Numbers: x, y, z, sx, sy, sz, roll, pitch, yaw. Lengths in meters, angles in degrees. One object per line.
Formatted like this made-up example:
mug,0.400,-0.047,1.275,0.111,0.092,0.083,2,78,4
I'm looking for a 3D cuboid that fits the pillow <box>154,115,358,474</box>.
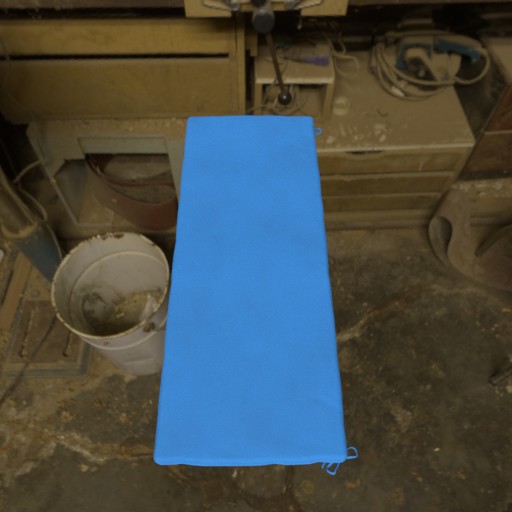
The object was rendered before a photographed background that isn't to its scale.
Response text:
pillow,0.000,0.000,1.339,0.492,0.081,1.187,0,60,0
